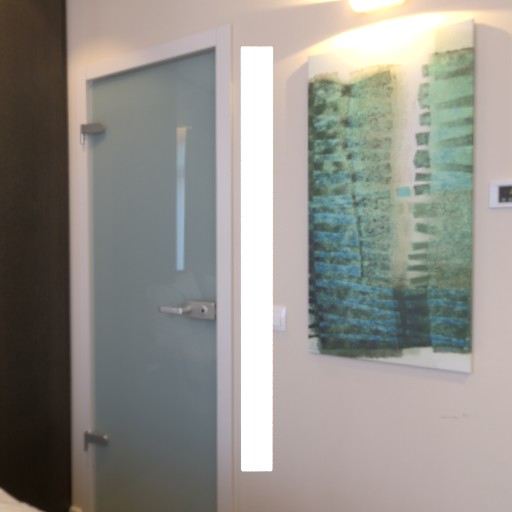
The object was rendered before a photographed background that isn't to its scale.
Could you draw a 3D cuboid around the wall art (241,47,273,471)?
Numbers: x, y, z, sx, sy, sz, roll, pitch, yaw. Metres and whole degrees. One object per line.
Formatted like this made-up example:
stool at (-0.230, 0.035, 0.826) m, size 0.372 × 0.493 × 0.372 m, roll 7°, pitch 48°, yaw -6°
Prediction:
wall art at (0.000, 0.000, 0.781) m, size 0.038 × 0.508 × 0.508 m, roll 0°, pitch 2°, yaw 0°
